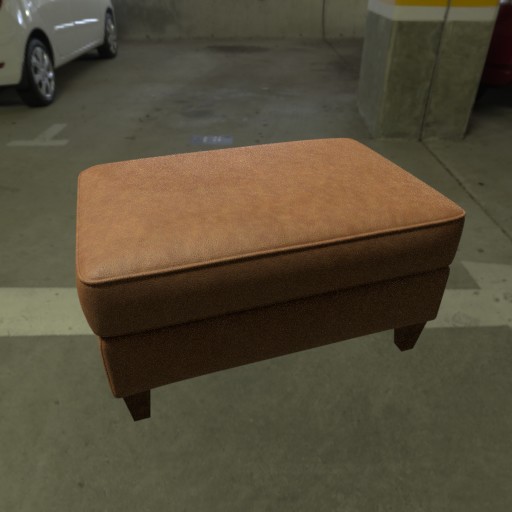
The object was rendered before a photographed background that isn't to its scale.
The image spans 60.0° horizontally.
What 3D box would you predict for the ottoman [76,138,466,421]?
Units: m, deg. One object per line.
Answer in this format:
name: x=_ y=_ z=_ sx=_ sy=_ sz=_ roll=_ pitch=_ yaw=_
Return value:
ottoman: x=0.000 y=0.000 z=1.201 sx=0.864 sy=0.483 sz=0.584 roll=-10 pitch=34 yaw=-15
